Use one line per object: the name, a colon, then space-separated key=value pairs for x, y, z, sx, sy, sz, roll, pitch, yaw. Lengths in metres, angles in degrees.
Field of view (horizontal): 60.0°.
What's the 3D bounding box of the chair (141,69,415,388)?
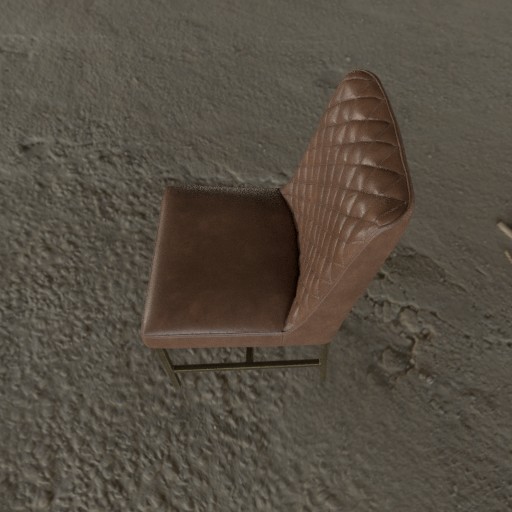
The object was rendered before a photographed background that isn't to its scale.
chair: x=0.000 y=0.000 z=1.244 sx=0.587 sy=0.889 sz=0.508 roll=0 pitch=57 yaw=0
